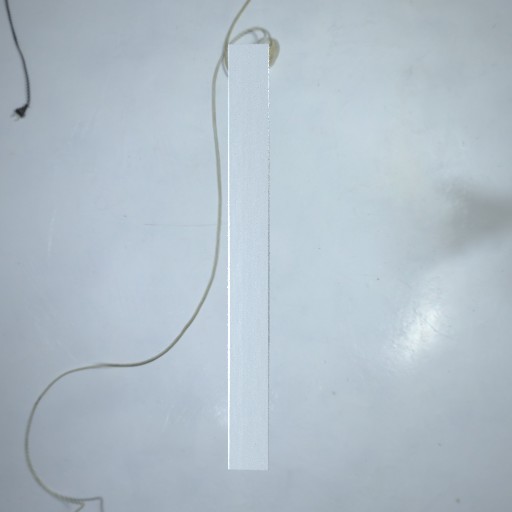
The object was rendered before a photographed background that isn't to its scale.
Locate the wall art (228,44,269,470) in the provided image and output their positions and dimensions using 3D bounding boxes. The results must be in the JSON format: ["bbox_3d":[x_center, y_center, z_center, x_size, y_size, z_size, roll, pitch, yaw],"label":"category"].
[{"bbox_3d":[0.000,0.000,0.510,0.030,0.379,0.308,0,90,2],"label":"wall art"}]
